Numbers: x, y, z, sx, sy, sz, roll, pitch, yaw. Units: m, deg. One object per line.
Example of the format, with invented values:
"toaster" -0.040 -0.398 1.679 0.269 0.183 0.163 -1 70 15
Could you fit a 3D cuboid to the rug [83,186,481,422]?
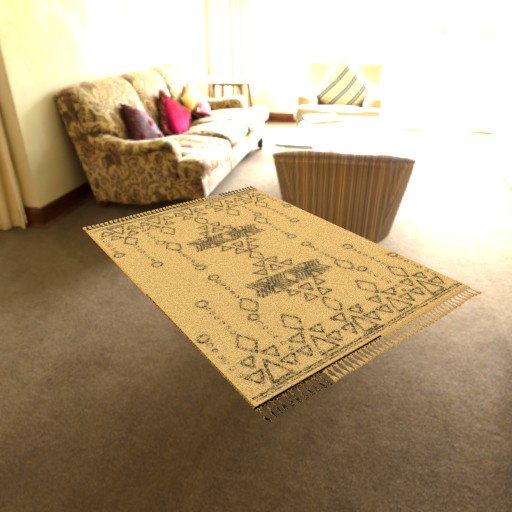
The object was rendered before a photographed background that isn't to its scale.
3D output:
"rug" 0.000 0.000 3.004 1.600 0.013 2.312 -19 34 -32
